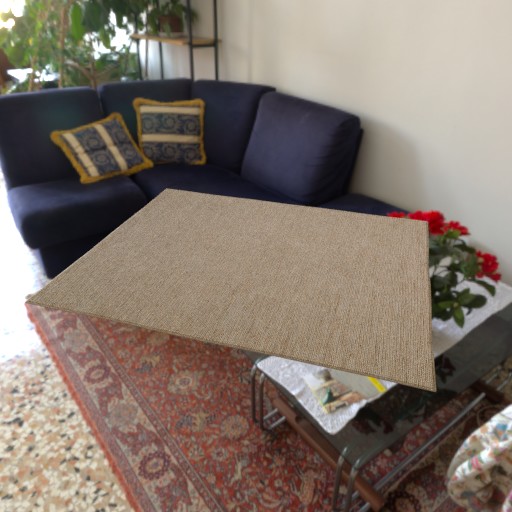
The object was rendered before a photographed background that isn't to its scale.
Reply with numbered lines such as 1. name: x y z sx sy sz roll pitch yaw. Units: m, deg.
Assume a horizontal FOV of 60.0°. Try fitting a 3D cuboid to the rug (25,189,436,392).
1. rug: 0.000 0.000 4.055 3.034 0.012 2.406 9 32 15
